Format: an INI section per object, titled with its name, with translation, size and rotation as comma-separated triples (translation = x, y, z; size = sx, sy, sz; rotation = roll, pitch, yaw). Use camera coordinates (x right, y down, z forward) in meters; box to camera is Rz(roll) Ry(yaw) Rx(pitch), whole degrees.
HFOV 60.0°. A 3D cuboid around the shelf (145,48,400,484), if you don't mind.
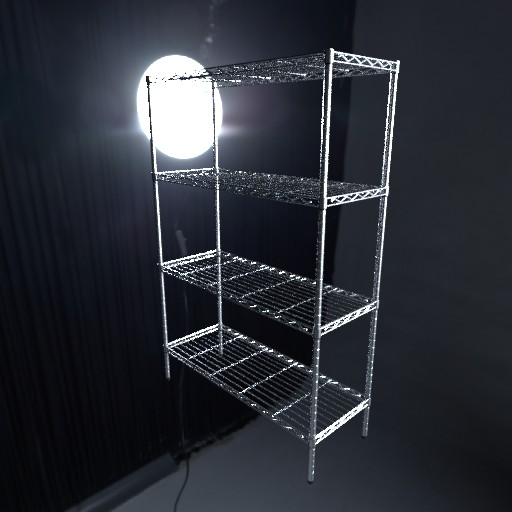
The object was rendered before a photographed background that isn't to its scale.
[shelf]
translation = 0.000, 0.000, 1.737
size = 0.352, 1.360, 0.907
rotation = -15, 22, -41
